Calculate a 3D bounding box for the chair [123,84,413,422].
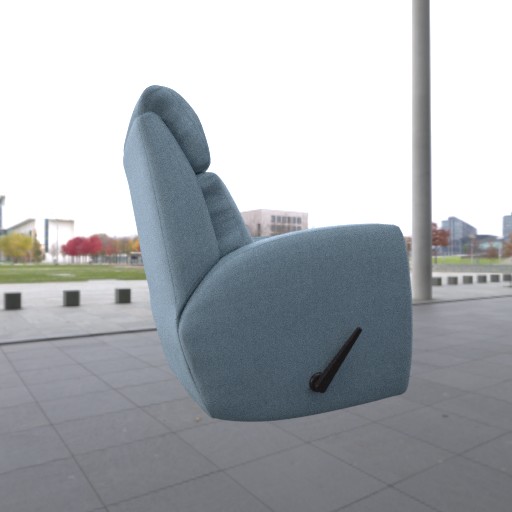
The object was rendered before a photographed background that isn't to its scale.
[{"bbox_3d":[0.000,0.000,1.662,0.940,1.013,0.812,0,0,-20],"label":"chair"}]
